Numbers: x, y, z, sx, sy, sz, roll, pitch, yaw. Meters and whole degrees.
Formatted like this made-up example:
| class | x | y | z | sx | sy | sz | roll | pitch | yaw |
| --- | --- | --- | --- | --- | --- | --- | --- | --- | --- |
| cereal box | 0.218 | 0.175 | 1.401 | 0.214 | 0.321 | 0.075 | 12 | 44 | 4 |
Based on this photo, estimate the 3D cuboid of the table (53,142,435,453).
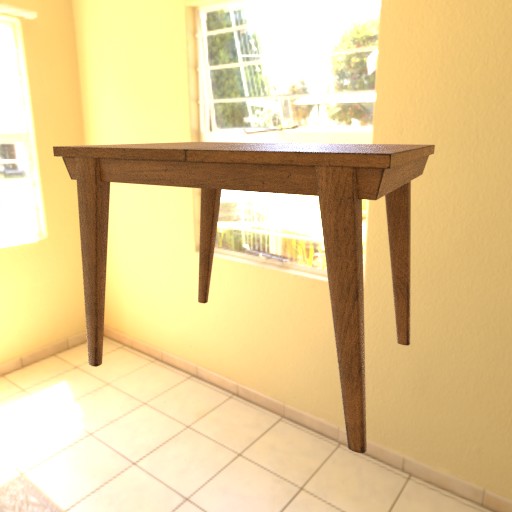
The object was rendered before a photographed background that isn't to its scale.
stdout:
| class | x | y | z | sx | sy | sz | roll | pitch | yaw |
| --- | --- | --- | --- | --- | --- | --- | --- | --- | --- |
| table | 0.000 | 0.000 | 1.571 | 1.027 | 0.760 | 0.757 | 8 | 17 | 27 |
